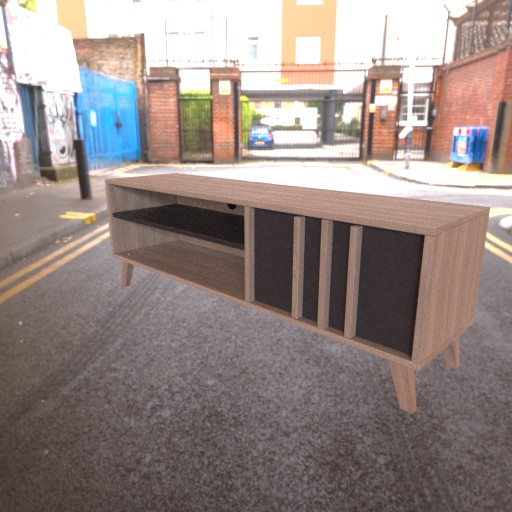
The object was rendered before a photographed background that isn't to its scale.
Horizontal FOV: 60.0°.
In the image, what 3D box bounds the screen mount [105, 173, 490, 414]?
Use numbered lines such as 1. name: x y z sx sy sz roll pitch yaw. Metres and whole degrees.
1. screen mount: 0.000 0.000 1.711 1.500 0.509 0.401 15 22 41
